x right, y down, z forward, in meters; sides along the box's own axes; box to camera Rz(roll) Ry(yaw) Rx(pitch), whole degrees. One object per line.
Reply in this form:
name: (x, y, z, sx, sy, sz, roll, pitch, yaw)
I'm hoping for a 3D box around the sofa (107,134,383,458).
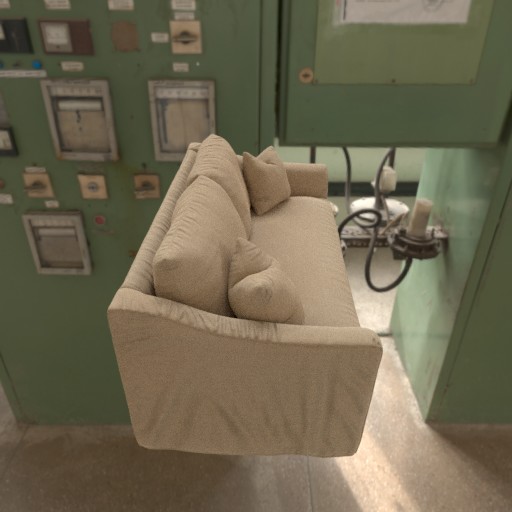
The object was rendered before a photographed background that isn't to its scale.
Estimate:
sofa: (0.000, 0.000, 2.628, 1.072, 1.018, 2.010, 1, 32, 1)
